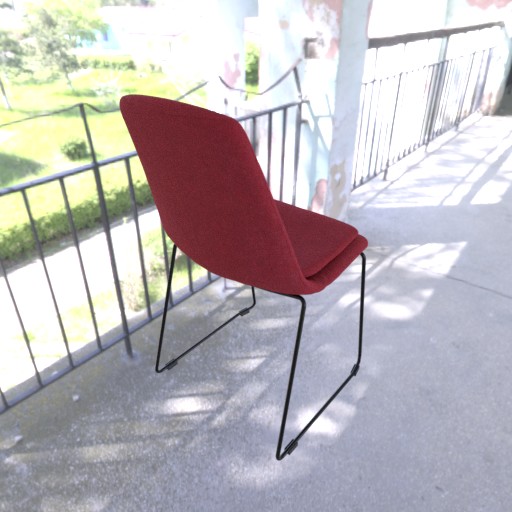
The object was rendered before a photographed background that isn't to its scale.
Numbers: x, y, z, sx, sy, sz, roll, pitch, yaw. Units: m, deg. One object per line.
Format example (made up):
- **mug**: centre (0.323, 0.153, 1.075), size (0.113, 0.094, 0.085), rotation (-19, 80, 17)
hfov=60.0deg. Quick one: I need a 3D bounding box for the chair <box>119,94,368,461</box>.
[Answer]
- **chair**: centre (0.000, 0.000, 1.142), size (0.479, 0.858, 0.518), rotation (23, 38, 33)
